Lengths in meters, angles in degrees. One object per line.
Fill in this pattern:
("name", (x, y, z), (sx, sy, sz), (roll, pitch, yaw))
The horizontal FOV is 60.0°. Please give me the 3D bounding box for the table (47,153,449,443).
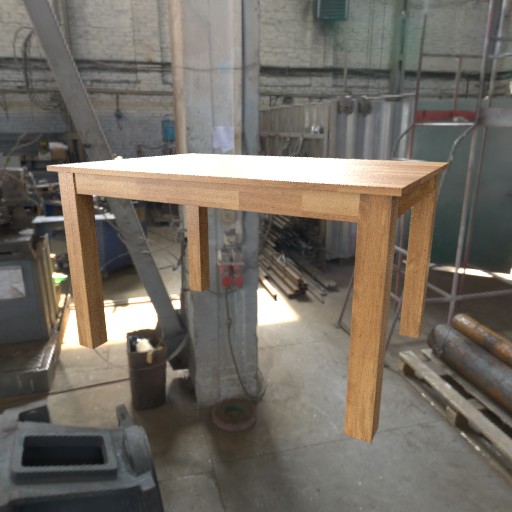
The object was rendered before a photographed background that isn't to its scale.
("table", (0.000, 0.000, 1.841), (1.300, 0.750, 0.900), (9, 19, 28))
